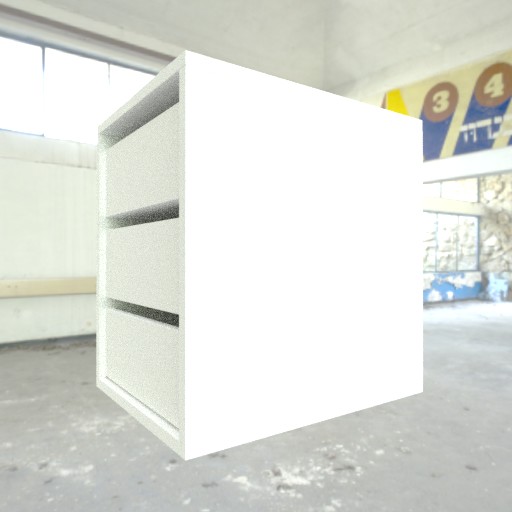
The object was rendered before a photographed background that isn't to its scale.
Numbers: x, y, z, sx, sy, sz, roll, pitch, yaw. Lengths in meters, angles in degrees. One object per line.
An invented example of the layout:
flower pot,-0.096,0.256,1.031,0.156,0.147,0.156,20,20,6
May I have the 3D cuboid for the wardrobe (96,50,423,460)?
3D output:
wardrobe,0.000,0.000,0.868,0.500,0.520,0.400,0,0,-35
